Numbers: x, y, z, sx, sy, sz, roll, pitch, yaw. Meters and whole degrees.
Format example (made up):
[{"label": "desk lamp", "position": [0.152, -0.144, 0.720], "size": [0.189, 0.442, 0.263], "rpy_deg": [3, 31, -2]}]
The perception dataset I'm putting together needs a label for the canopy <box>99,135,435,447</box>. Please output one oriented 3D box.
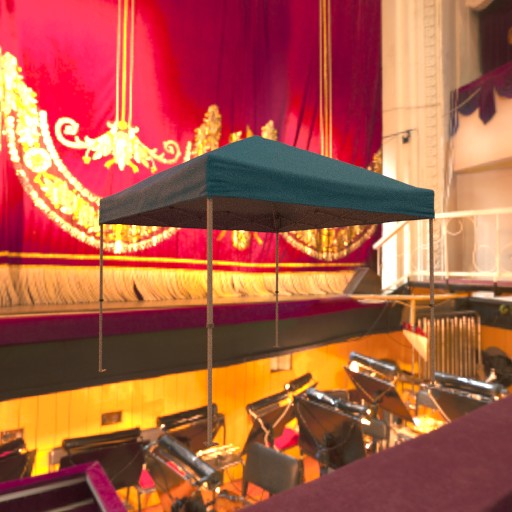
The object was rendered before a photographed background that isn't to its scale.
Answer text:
[{"label": "canopy", "position": [0.000, 0.000, 5.475], "size": [2.998, 2.997, 2.996], "rpy_deg": [1, -1, -35]}]
